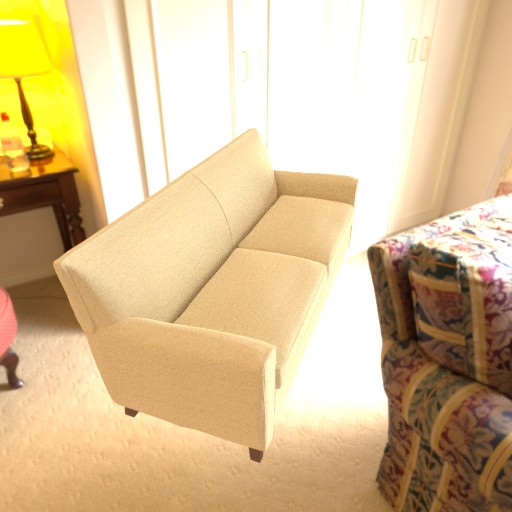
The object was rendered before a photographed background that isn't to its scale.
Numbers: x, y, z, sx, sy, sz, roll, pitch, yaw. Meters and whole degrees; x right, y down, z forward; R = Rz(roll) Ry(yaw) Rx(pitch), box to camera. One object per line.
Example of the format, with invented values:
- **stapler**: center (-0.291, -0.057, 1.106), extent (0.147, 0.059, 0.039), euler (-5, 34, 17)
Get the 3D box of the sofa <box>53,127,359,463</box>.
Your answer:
- **sofa**: center (0.000, 0.000, 2.507), extent (0.841, 0.907, 2.001), euler (11, 32, 18)
